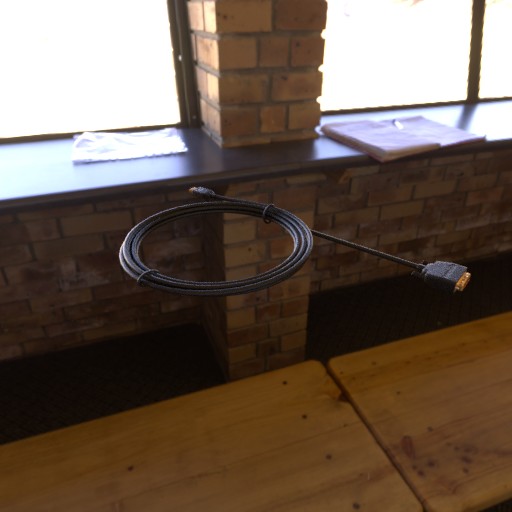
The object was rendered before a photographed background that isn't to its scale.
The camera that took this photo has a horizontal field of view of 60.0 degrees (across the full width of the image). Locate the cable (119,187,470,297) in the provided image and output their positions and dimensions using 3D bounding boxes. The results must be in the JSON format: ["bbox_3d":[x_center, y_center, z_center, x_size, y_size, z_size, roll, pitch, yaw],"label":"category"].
[{"bbox_3d":[0.000,0.000,0.525,0.422,0.030,0.257,21,36,33],"label":"cable"}]
